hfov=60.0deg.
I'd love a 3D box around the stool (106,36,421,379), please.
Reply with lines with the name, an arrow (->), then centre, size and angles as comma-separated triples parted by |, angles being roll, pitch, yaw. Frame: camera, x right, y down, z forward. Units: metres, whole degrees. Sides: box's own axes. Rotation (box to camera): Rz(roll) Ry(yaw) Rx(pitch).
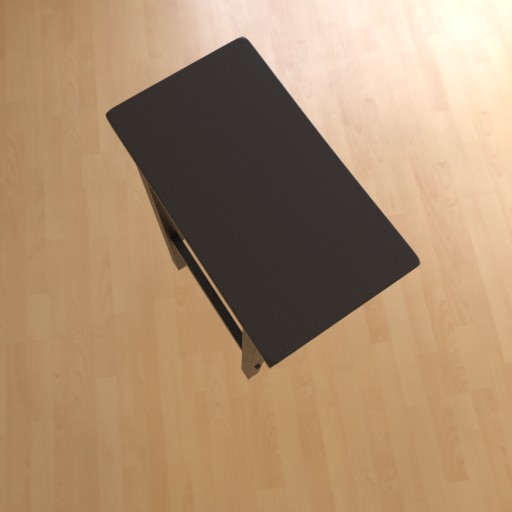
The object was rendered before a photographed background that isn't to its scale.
stool -> 0.000, 0.000, 0.934 | 0.322, 0.742, 0.406 | -33, 78, -8
